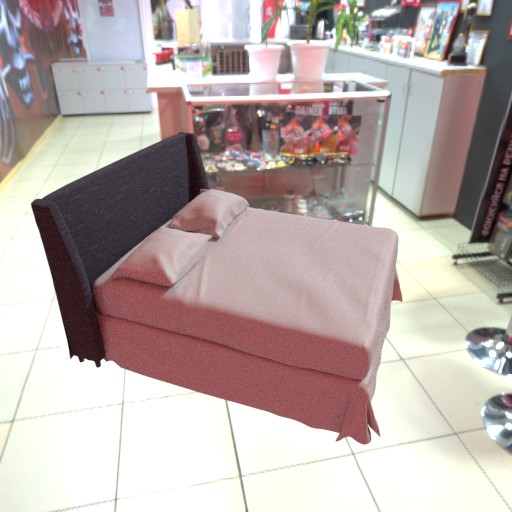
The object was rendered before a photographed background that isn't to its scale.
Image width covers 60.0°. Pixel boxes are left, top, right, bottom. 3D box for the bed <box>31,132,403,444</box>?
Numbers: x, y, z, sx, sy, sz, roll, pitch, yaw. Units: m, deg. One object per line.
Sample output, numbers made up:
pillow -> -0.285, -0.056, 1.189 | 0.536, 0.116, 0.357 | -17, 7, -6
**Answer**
bed -> 0.000, 0.000, 3.451 | 2.276, 1.332, 1.925 | 11, 31, 18
